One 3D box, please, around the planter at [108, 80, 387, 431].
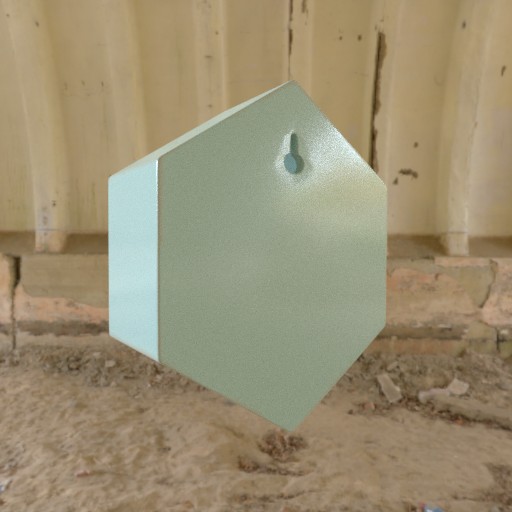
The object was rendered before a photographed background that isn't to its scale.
[{"bbox_3d":[0.000,0.000,0.291,0.169,0.207,0.078,-1,1,-35],"label":"planter"}]
